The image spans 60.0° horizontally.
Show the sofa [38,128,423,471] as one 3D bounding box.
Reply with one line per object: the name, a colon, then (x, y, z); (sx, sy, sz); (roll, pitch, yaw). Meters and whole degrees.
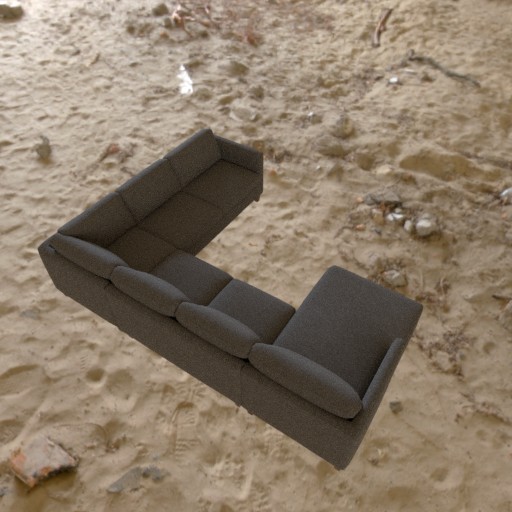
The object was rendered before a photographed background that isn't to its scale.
sofa: (0.000, 0.000, 4.381); (3.238, 0.853, 2.551); (25, 51, 23)
